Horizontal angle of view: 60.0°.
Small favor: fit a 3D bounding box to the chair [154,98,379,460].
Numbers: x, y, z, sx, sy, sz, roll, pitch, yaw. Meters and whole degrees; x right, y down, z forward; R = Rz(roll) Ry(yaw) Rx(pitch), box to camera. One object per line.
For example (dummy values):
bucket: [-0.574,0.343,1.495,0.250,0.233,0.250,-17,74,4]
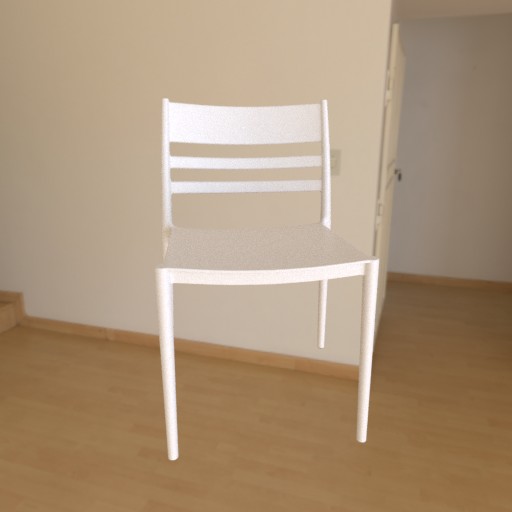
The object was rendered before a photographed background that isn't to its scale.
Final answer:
chair: [0.000,0.000,1.160,0.531,0.800,0.511,-2,16,-7]
